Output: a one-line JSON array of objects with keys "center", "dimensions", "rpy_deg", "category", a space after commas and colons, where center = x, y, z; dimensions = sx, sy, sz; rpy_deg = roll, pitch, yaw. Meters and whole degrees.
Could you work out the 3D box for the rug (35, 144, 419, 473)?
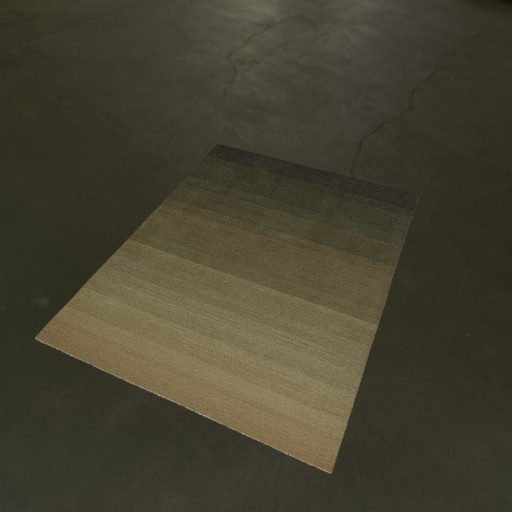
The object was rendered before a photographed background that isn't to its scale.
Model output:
[{"center": [0.000, 0.000, 3.903], "dimensions": [2.315, 0.015, 2.932], "rpy_deg": [18, 49, 17], "category": "rug"}]
